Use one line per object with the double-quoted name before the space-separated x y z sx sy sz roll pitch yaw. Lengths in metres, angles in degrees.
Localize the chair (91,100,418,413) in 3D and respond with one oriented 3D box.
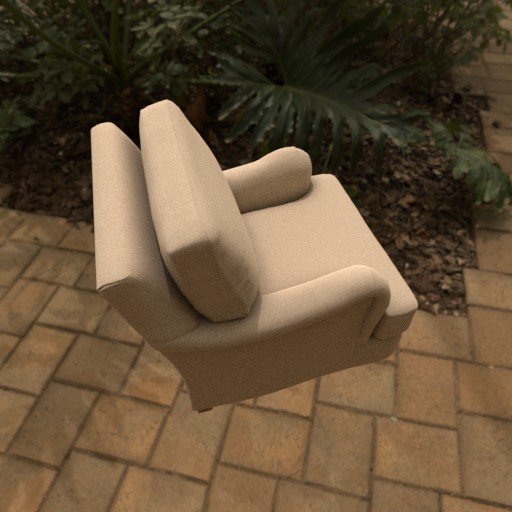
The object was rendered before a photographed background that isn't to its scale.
"chair" 0.000 0.000 1.826 1.078 1.076 0.895 -11 48 -11
